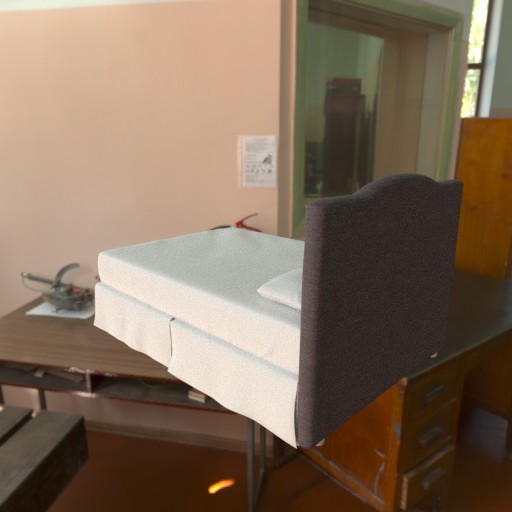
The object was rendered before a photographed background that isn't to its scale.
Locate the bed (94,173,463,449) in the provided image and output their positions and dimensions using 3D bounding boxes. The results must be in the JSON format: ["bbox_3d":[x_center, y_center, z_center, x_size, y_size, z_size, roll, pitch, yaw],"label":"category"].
[{"bbox_3d":[0.000,0.000,3.591,1.741,1.441,2.507,-14,21,-43],"label":"bed"}]
